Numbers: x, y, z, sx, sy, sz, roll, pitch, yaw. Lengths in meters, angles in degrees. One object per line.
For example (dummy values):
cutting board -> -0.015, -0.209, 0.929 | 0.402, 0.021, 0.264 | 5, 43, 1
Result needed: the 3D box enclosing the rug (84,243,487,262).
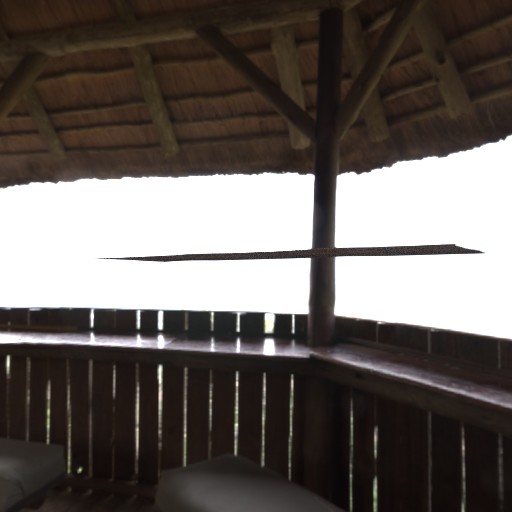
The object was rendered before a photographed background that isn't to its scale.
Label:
rug -> 0.000, 0.000, 2.727 | 2.439, 0.013, 0.762 | -2, -3, 36
